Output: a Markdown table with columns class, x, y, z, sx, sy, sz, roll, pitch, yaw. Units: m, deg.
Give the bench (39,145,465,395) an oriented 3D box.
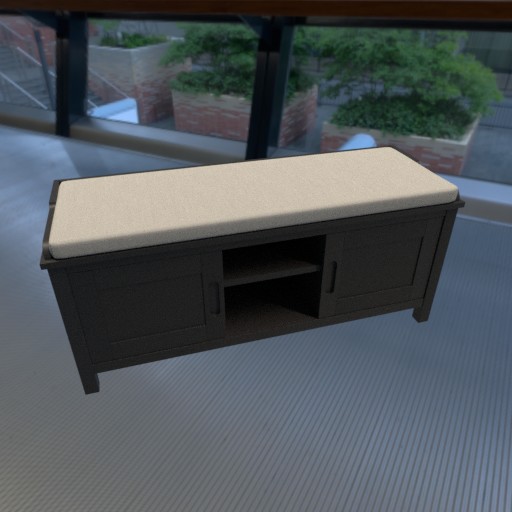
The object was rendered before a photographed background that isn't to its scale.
| class | x | y | z | sx | sy | sz | roll | pitch | yaw |
| --- | --- | --- | --- | --- | --- | --- | --- | --- | --- |
| bench | 0.000 | 0.000 | 1.409 | 1.140 | 0.501 | 0.398 | -9 | 34 | -14 |
